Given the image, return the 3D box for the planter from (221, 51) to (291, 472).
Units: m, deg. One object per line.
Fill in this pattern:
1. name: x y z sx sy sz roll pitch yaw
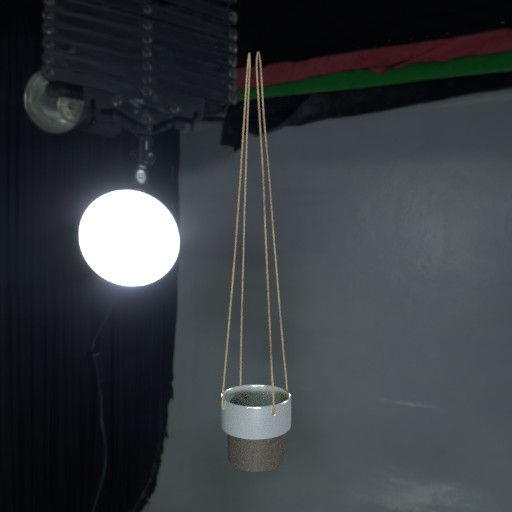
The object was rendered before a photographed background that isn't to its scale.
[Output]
1. planter: 0.000 0.000 1.171 0.187 1.073 0.187 0 1 18
